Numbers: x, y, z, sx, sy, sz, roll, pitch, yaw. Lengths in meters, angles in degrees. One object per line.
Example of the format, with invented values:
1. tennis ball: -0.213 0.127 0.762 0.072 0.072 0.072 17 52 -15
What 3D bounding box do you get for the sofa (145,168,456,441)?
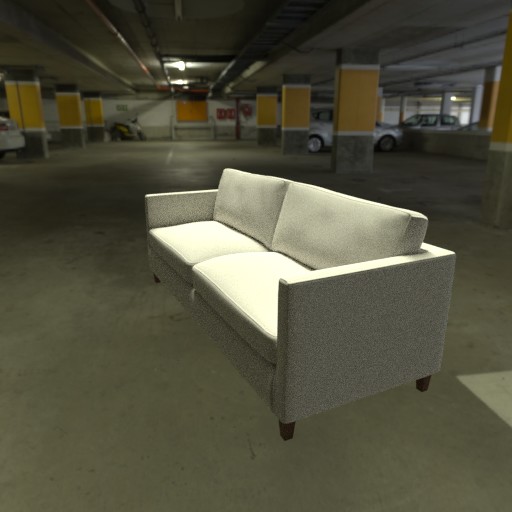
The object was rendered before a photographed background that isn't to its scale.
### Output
1. sofa: 0.000 0.000 2.936 0.951 0.962 2.361 -8 19 -25
